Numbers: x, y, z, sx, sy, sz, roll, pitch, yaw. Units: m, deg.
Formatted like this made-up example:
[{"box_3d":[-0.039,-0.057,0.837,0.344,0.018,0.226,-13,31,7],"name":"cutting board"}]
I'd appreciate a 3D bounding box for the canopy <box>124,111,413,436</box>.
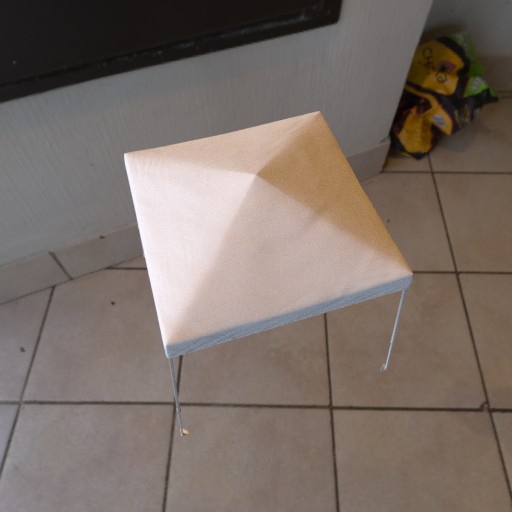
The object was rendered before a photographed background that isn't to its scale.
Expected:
[{"box_3d":[0.000,0.000,5.292,2.849,2.849,2.848,-15,60,-9],"name":"canopy"}]
